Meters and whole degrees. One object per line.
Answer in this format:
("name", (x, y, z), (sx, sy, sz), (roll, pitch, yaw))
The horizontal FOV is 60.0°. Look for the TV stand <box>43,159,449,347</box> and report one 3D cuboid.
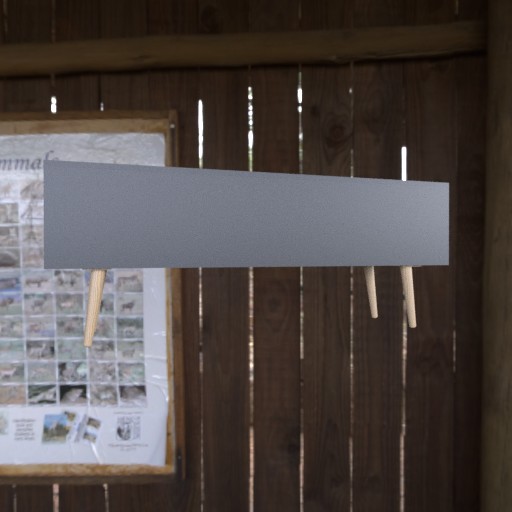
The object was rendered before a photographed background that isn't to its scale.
("TV stand", (0.000, 0.000, 1.562), (1.312, 0.518, 0.390), (0, 0, -17))
